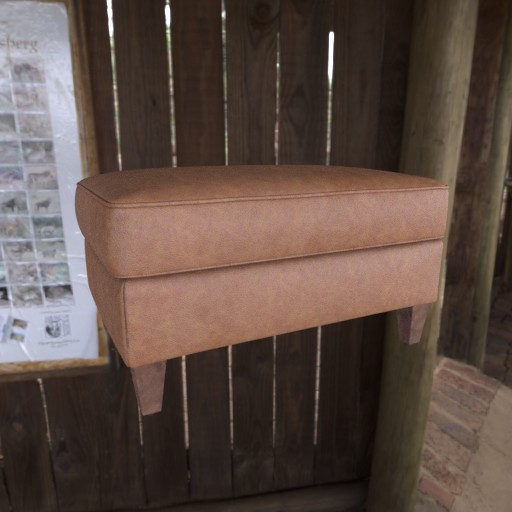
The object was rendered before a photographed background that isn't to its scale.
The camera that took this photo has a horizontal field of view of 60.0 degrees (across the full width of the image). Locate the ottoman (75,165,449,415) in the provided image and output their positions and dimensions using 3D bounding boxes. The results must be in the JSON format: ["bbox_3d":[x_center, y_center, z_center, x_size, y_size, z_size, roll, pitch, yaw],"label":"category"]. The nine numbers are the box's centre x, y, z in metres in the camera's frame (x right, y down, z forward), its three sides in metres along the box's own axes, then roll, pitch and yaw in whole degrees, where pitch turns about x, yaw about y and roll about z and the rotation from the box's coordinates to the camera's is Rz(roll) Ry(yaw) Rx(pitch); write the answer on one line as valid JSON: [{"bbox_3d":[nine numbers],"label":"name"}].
[{"bbox_3d":[0.000,0.000,1.208,0.864,0.483,0.584,-7,16,-26],"label":"ottoman"}]
